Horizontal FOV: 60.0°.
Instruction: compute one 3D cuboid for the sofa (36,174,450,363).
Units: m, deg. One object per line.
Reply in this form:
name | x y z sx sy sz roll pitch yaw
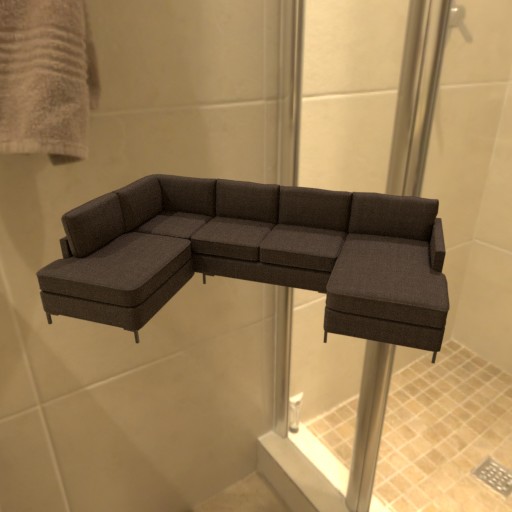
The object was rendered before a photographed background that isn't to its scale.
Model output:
sofa | 0.000 0.000 4.263 3.423 0.999 2.048 8 26 17
